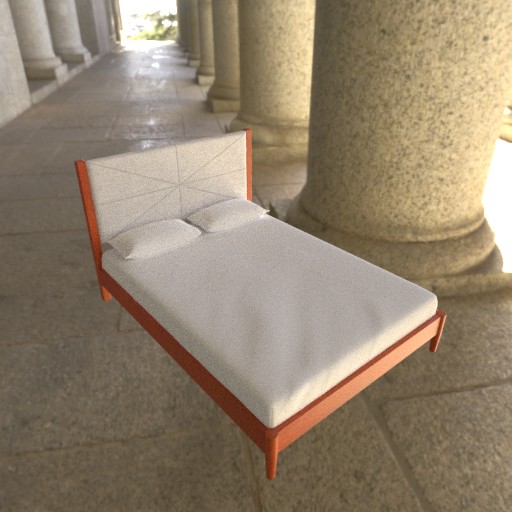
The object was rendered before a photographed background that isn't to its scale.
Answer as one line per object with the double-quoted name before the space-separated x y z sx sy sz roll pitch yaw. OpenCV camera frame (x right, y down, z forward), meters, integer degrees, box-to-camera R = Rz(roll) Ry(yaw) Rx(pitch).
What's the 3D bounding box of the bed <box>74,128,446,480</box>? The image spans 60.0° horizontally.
"bed" 0.000 0.000 3.096 1.566 1.165 2.117 -22 36 -34
